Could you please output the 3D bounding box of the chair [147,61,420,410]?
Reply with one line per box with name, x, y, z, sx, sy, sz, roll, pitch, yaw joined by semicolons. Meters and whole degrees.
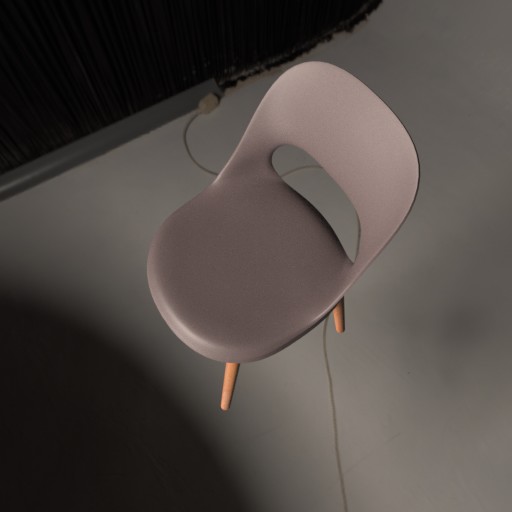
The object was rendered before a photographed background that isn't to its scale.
chair;0.000;0.000;1.138;0.556;0.794;0.470;-31;68;-14
